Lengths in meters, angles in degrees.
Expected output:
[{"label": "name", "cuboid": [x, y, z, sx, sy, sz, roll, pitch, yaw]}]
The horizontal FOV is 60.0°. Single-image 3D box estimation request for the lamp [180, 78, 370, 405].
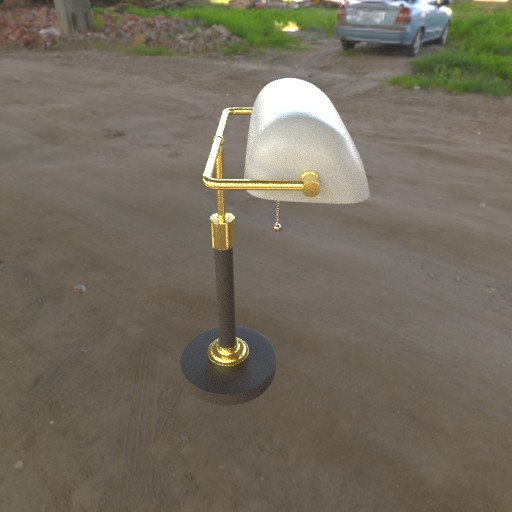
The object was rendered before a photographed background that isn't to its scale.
[{"label": "lamp", "cuboid": [0.000, 0.000, 0.571, 0.227, 0.404, 0.269, 0, 32, 1]}]
